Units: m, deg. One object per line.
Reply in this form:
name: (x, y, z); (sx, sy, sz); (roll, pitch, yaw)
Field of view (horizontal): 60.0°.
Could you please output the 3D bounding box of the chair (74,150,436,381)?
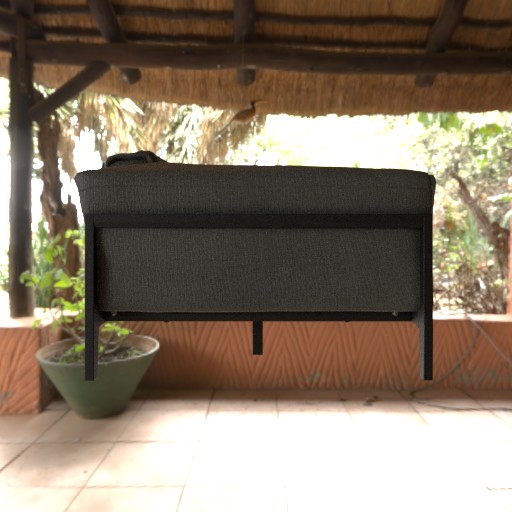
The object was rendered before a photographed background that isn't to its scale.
chair: (0.000, 0.000, 1.665); (0.969, 0.646, 1.056); (0, 0, 0)
